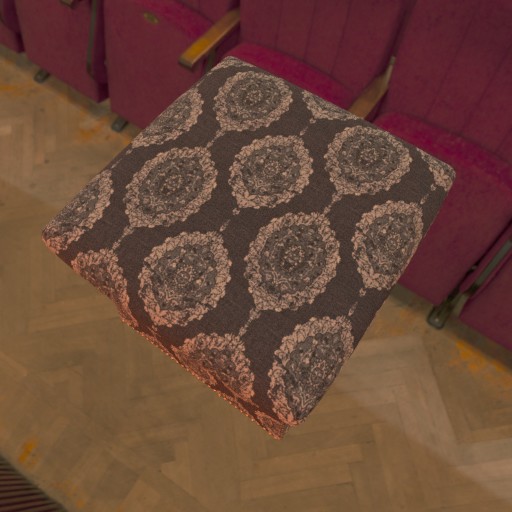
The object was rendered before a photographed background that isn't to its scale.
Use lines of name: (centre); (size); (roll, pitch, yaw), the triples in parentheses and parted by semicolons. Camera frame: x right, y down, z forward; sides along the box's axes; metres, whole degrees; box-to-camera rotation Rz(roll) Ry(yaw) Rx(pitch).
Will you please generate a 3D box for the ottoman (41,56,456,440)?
ottoman: (0.000, 0.000, 0.881); (0.497, 0.475, 0.507); (33, 68, 15)
